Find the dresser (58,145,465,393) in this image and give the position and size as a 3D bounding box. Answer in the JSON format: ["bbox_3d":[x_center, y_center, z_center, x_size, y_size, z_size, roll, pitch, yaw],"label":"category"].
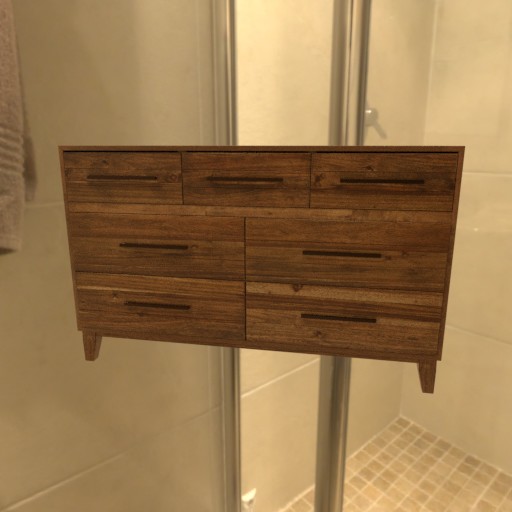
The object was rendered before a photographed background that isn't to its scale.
[{"bbox_3d":[0.000,0.000,1.805,1.400,0.873,0.446,3,14,10],"label":"dresser"}]
